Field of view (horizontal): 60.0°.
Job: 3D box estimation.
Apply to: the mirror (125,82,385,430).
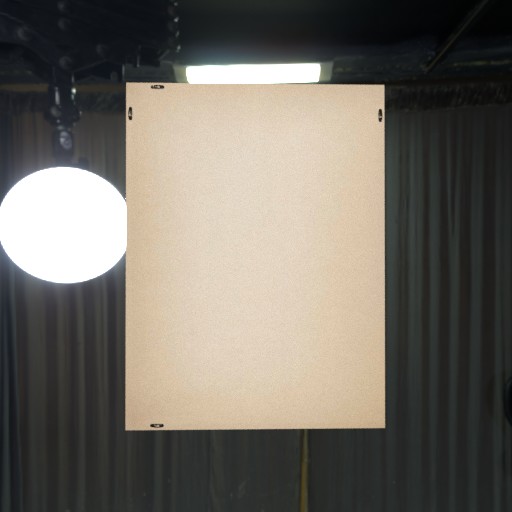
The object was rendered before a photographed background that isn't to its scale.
[{"bbox_3d":[0.000,0.000,1.319,0.762,1.016,0.041,0,0,-1],"label":"mirror"}]
